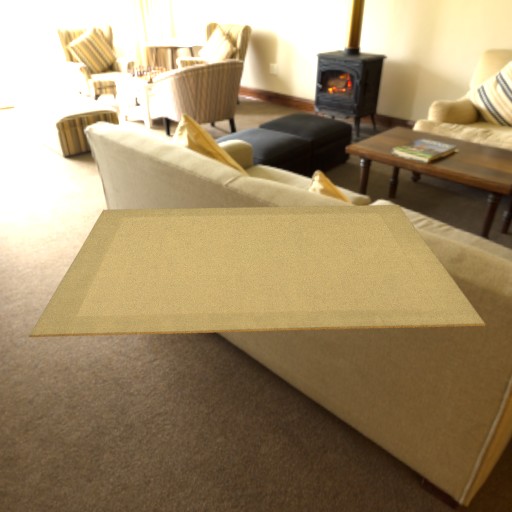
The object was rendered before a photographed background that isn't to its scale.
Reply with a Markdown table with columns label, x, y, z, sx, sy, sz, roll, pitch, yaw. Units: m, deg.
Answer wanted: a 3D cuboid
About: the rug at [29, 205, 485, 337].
| label | x | y | z | sx | sy | sz | roll | pitch | yaw |
| --- | --- | --- | --- | --- | --- | --- | --- | --- | --- |
| rug | 0.000 | 0.000 | 3.008 | 2.438 | 0.014 | 1.524 | -1 | 32 | -2 |
